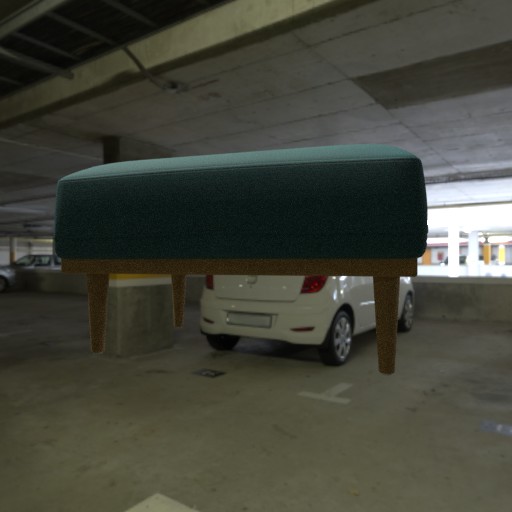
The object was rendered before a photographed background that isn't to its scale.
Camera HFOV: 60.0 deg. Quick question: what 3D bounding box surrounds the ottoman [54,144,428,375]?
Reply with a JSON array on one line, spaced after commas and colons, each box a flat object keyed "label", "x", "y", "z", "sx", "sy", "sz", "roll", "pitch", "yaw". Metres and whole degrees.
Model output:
[{"label": "ottoman", "x": 0.000, "y": 0.000, "z": 1.070, "sx": 0.749, "sy": 0.428, "sz": 0.549, "roll": 0, "pitch": -1, "yaw": 17}]
